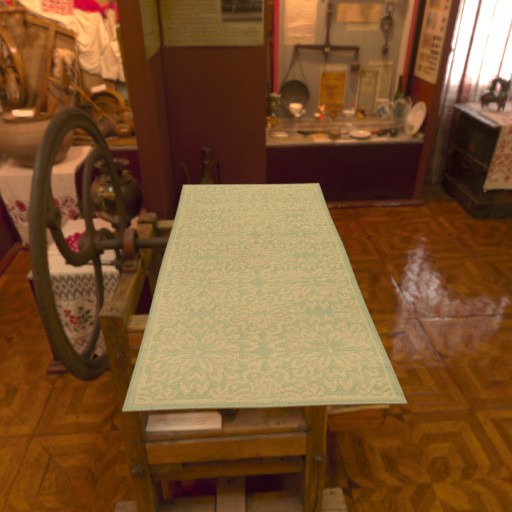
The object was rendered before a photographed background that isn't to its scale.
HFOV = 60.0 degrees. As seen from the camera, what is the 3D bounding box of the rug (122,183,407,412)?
[{"bbox_3d":[0.000,0.000,1.452,0.604,0.007,1.219,-1,32,-2],"label":"rug"}]
